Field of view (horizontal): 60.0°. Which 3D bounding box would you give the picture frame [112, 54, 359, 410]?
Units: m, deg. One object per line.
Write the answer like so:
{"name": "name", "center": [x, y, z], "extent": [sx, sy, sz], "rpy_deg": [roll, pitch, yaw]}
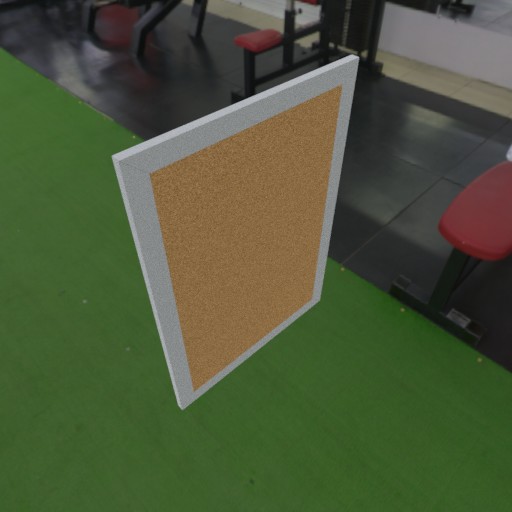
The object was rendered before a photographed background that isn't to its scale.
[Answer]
{"name": "picture frame", "center": [0.000, 0.000, 0.616], "extent": [0.326, 0.459, 0.011], "rpy_deg": [-33, 54, -29]}
